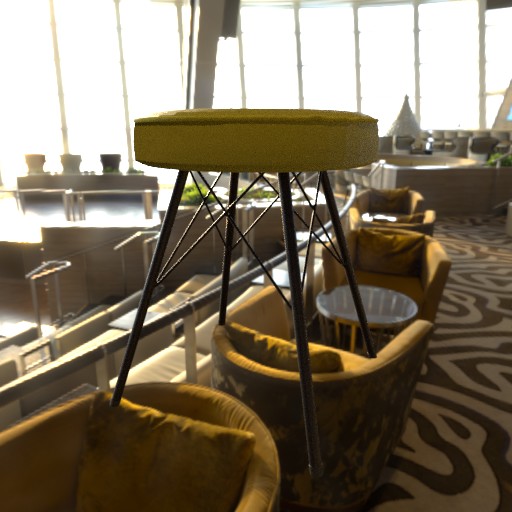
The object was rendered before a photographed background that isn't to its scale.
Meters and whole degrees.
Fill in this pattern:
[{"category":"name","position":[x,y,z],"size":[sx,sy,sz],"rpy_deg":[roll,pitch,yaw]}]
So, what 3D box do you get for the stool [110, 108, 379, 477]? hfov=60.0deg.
[{"category":"stool","position":[0.000,0.000,0.818],"size":[0.409,0.508,0.409],"rpy_deg":[8,18,25]}]
